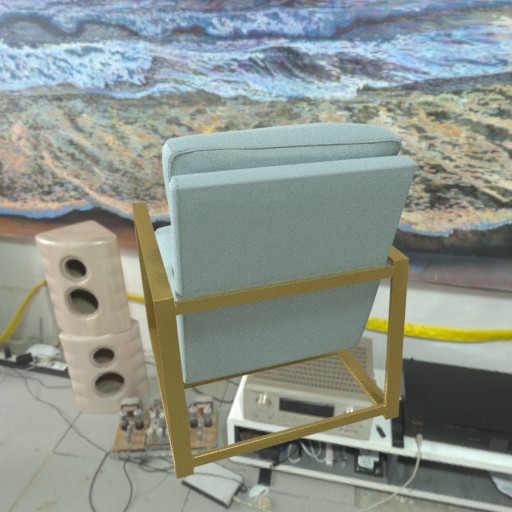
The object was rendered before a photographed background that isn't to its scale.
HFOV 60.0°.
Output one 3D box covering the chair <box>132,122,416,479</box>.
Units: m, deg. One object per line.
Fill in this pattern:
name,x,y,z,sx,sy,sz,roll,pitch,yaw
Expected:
chair,0.000,0.000,1.533,0.758,0.956,0.813,-8,28,-16
